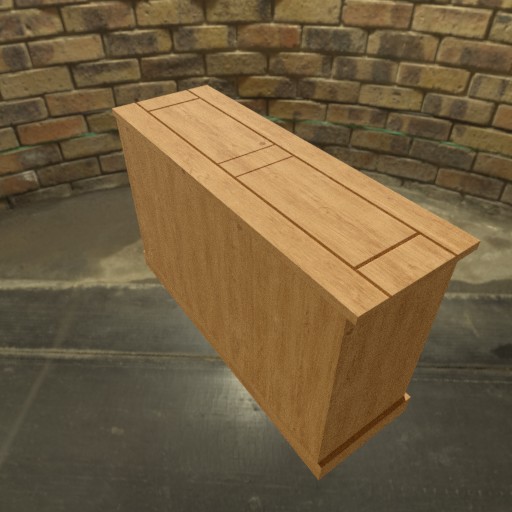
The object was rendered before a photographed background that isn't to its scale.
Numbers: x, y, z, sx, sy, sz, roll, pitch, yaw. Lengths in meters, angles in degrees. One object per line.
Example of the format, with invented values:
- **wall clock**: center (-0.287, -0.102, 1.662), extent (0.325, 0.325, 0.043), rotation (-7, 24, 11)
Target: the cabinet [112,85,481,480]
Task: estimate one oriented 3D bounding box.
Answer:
- **cabinet**: center (0.000, 0.000, 1.681), extent (0.432, 0.810, 1.321), rotation (-25, 47, -26)
